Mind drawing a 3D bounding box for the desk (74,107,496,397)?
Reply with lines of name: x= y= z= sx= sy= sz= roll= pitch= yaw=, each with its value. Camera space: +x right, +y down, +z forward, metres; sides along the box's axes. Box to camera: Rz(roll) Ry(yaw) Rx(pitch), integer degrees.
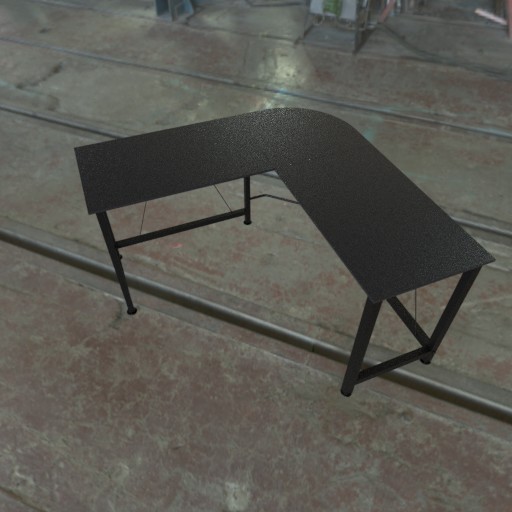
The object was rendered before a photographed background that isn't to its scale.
desk: x=0.000 y=0.000 z=2.224 sx=1.400 sy=0.762 sz=1.400 roll=-16 pitch=48 yaw=-15
